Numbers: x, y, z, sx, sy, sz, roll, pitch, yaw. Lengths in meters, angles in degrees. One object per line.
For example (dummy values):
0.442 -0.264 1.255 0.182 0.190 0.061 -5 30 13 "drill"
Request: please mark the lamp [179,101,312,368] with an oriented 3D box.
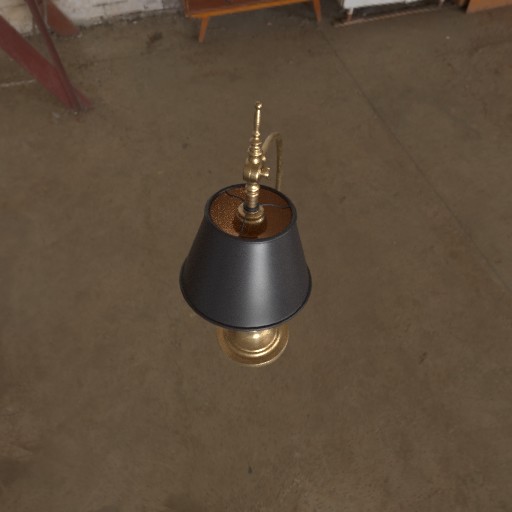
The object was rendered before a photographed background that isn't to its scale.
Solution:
0.000 0.000 0.831 0.235 0.675 0.344 15 58 9 "lamp"
